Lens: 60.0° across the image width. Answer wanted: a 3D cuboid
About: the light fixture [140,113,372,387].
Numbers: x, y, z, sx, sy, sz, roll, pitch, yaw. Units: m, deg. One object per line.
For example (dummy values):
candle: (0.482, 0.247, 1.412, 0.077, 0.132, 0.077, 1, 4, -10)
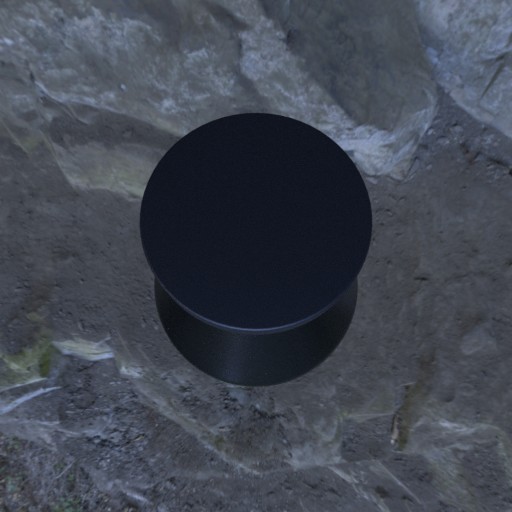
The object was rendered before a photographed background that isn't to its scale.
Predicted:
light fixture: (0.000, 0.000, 0.351, 0.200, 0.183, 0.200, 0, 74, 0)
